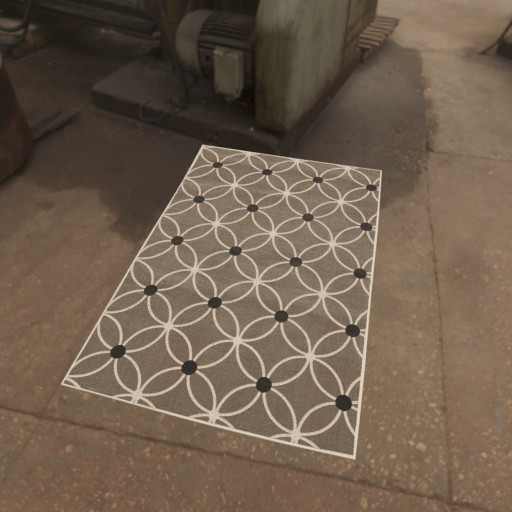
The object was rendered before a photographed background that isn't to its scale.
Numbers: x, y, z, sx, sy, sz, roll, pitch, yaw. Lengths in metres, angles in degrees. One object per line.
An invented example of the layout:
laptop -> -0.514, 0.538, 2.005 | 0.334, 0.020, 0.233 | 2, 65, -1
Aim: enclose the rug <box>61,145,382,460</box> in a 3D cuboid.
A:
rug -> 0.000, 0.000, 2.912 | 1.522, 0.008, 2.284 | 10, 48, 9
